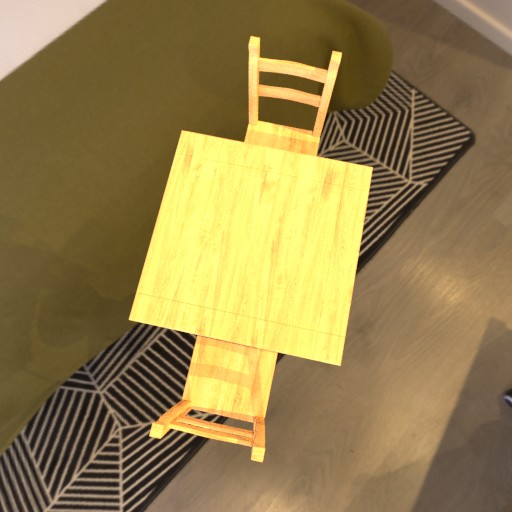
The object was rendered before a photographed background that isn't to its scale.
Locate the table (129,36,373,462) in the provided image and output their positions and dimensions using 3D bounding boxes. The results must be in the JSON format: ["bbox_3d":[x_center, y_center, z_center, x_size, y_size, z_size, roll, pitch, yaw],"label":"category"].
[{"bbox_3d":[0.000,0.000,2.009,0.813,0.942,1.501,12,76,3],"label":"table"}]
